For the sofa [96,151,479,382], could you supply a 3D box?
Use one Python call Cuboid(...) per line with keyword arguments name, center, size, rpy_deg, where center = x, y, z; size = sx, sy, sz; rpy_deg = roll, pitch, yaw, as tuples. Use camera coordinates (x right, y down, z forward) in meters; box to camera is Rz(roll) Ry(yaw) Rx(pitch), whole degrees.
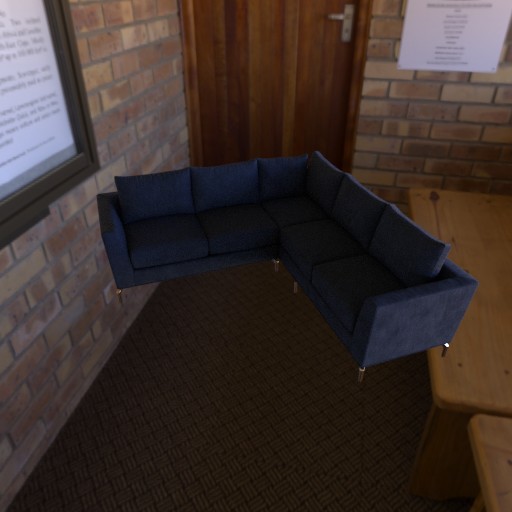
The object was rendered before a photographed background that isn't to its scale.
Cuboid(name="sofa", center=(0.000, 0.000, 3.871), size=(2.472, 0.988, 2.463), rpy_deg=(-11, 34, -16))
